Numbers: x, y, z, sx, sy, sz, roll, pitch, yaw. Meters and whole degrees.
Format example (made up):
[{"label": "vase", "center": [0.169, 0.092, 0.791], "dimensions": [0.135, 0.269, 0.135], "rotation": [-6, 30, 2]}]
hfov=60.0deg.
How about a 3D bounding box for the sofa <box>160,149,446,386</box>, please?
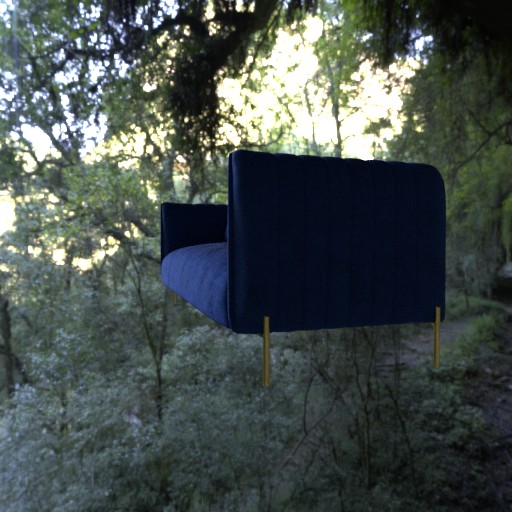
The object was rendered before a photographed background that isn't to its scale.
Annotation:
[{"label": "sofa", "center": [0.000, 0.000, 2.545], "dimensions": [0.896, 0.793, 2.136], "rotation": [-1, 2, -18]}]
